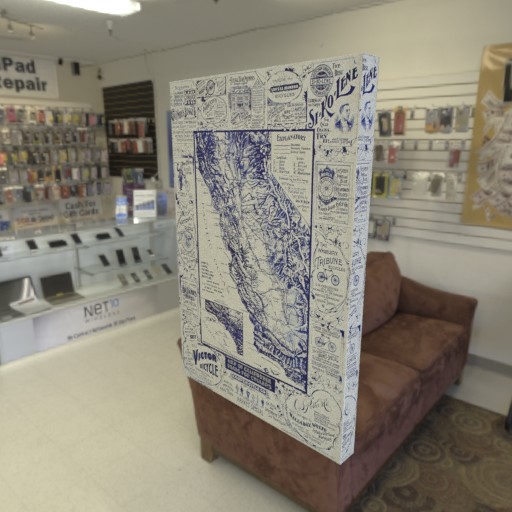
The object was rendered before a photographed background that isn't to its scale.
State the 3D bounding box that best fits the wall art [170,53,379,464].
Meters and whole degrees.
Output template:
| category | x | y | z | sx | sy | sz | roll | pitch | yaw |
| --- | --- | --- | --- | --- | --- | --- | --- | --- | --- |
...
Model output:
| category | x | y | z | sx | sy | sz | roll | pitch | yaw |
| --- | --- | --- | --- | --- | --- | --- | --- | --- | --- |
| wall art | 0.000 | 0.000 | 0.774 | 0.408 | 0.601 | 0.040 | 14 | 20 | 42 |
